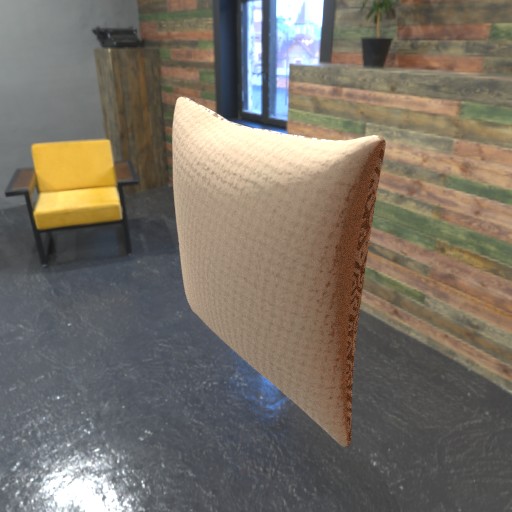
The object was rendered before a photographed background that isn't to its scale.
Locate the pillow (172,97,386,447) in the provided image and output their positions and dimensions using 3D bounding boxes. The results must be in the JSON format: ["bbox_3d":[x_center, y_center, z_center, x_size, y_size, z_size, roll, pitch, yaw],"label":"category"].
[{"bbox_3d":[0.000,0.000,0.652,0.173,0.407,0.419,-18,31,-32],"label":"pillow"}]
